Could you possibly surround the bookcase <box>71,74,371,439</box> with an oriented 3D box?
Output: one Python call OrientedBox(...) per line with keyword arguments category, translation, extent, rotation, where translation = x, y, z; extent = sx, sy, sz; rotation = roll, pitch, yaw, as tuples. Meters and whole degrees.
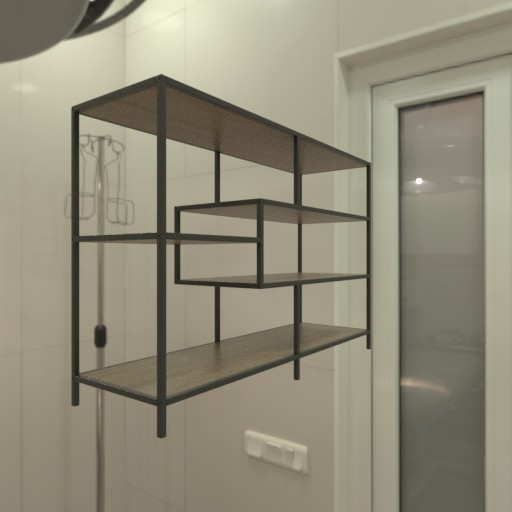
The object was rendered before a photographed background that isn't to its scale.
OrientedBox(category="bookcase", translation=(0.000, 0.000, 1.506), extent=(0.350, 0.780, 1.140), rotation=(0, 0, 37))
